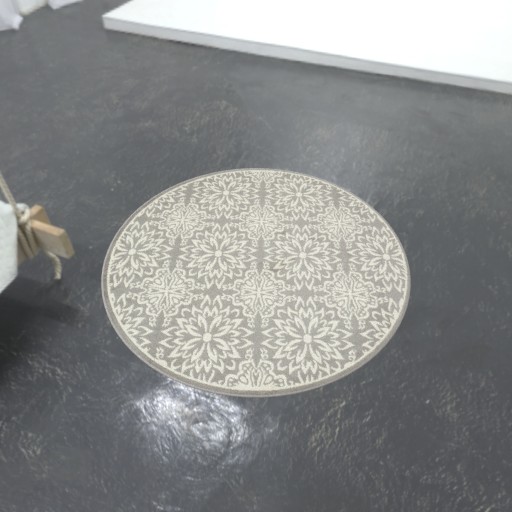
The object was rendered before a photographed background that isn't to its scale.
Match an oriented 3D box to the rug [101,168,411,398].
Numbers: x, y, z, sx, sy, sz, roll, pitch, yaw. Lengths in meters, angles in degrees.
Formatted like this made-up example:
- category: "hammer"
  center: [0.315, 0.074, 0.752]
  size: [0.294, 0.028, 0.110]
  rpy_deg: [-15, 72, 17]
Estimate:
- category: "rug"
  center: [0.000, 0.000, 2.347]
  size: [1.593, 0.012, 1.593]
  rpy_deg: [0, 46, 0]
